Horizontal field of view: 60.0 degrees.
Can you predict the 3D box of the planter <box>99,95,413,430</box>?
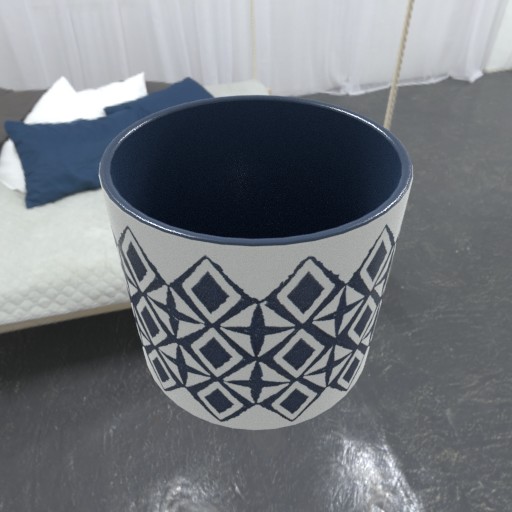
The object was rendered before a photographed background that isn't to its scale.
[{"bbox_3d":[0.000,0.000,0.316,0.182,0.165,0.182,0,40,0],"label":"planter"}]
